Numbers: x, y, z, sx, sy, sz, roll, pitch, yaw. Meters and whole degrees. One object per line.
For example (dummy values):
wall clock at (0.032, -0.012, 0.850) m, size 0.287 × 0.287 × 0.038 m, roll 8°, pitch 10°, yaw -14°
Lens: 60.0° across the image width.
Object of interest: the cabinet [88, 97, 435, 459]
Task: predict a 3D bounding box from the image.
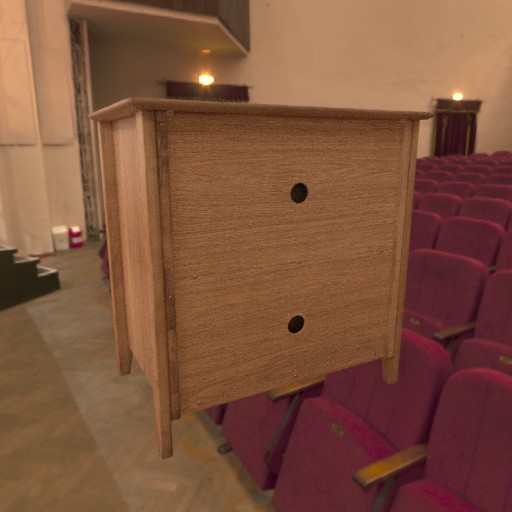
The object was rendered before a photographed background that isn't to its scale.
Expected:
cabinet at (0.000, 0.000, 1.243) m, size 0.763 × 0.762 × 0.503 m, roll -7°, pitch 16°, yaw -27°
